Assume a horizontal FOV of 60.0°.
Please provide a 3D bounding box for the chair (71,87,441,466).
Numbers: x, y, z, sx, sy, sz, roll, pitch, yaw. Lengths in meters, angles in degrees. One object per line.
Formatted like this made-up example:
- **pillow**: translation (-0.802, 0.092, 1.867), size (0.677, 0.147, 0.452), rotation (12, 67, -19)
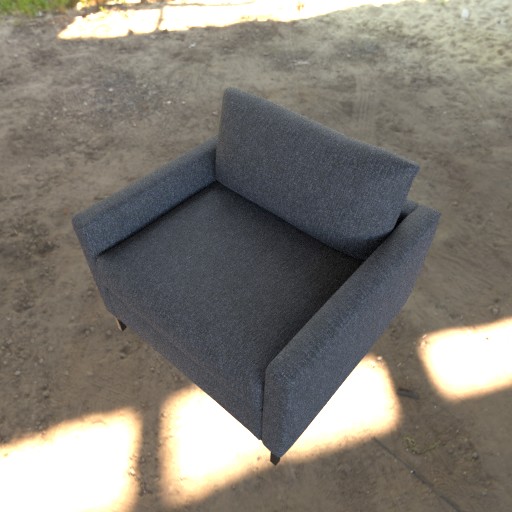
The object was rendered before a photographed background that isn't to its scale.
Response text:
- **chair**: translation (0.000, 0.000, 1.618), size (0.963, 0.861, 0.866), rotation (32, 54, 27)
